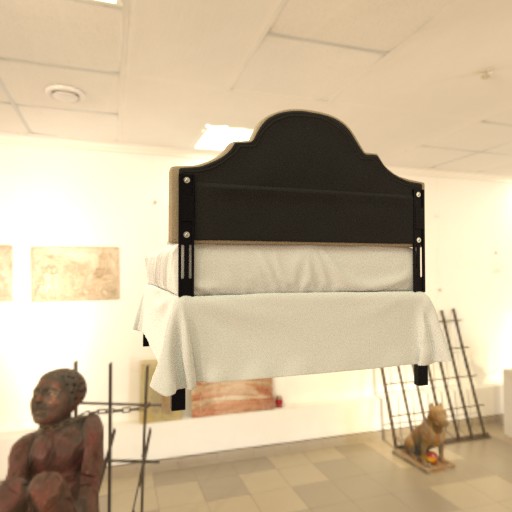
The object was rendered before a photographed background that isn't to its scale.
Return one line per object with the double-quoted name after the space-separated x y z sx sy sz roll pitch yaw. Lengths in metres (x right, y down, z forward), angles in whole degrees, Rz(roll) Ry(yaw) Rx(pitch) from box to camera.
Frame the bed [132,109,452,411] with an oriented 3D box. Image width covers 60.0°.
0.000 0.000 3.435 1.780 1.634 2.222 0 -2 -18 "bed"
